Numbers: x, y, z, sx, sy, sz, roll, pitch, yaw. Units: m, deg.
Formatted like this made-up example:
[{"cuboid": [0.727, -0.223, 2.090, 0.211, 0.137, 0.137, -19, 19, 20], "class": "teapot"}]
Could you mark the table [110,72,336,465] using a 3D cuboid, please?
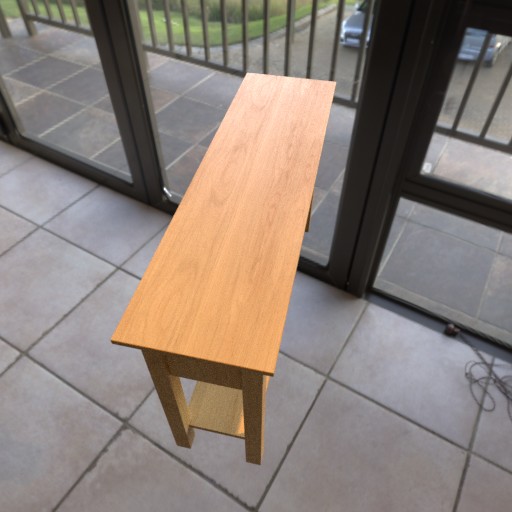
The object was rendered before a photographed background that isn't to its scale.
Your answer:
[{"cuboid": [0.000, 0.000, 1.579, 0.350, 0.730, 1.240, 9, 49, 8], "class": "table"}]
